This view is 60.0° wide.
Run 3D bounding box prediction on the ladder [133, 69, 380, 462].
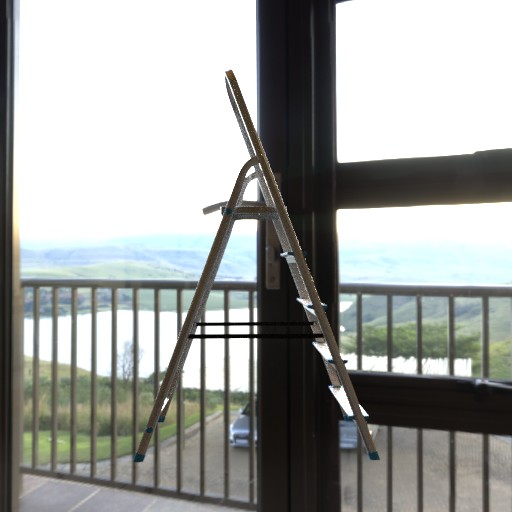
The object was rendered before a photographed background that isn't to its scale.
[{"bbox_3d":[0.000,0.000,2.018,0.990,1.648,0.468,0,-1,-1],"label":"ladder"}]
